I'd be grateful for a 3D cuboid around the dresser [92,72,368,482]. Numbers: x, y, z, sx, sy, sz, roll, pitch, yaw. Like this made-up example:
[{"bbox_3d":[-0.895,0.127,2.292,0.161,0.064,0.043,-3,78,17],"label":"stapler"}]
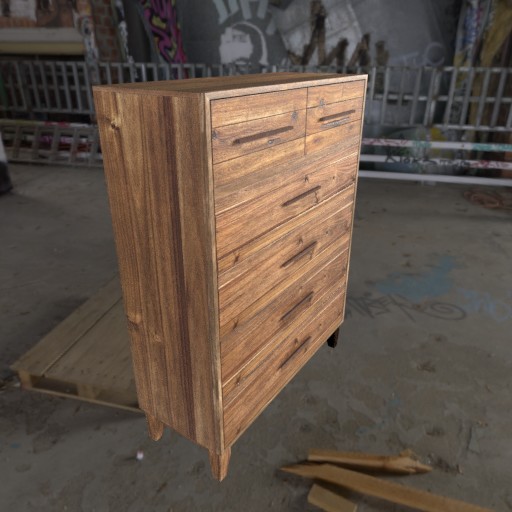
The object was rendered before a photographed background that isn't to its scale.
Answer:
[{"bbox_3d":[0.000,0.000,1.876,0.442,1.393,1.062,16,29,31],"label":"dresser"}]
